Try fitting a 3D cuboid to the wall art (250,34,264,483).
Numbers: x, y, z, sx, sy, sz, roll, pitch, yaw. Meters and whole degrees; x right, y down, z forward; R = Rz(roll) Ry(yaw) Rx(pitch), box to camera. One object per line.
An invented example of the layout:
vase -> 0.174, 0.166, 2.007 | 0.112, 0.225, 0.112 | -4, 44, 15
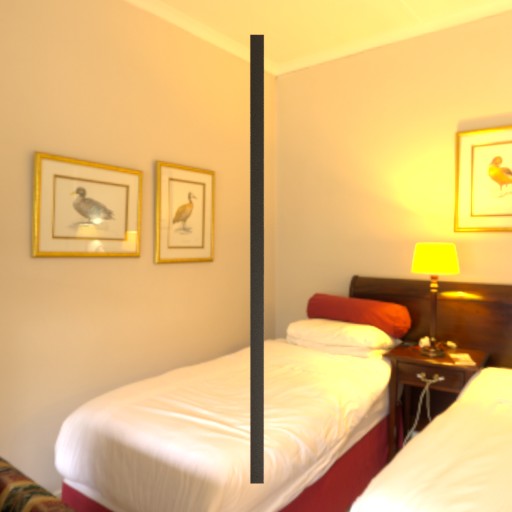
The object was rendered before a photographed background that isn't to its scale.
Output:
wall art -> 0.000, 0.000, 0.661 | 0.014, 0.445, 0.446 | 0, 2, 0
